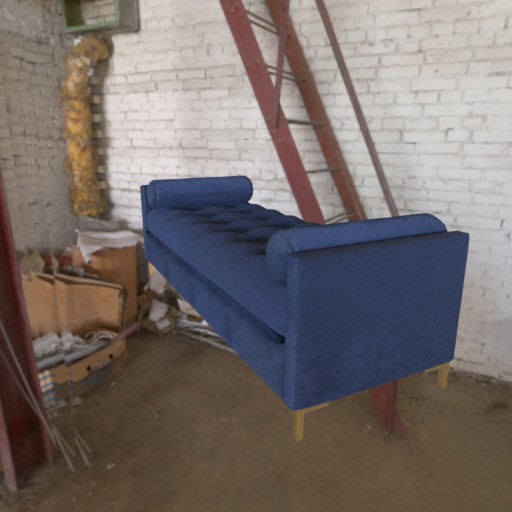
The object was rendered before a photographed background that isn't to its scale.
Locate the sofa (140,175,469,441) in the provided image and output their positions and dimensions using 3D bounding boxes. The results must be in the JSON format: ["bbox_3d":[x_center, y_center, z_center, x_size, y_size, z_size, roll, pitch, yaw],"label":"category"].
[{"bbox_3d":[0.000,0.000,2.462,0.796,0.705,2.102,-8,18,-26],"label":"sofa"}]
